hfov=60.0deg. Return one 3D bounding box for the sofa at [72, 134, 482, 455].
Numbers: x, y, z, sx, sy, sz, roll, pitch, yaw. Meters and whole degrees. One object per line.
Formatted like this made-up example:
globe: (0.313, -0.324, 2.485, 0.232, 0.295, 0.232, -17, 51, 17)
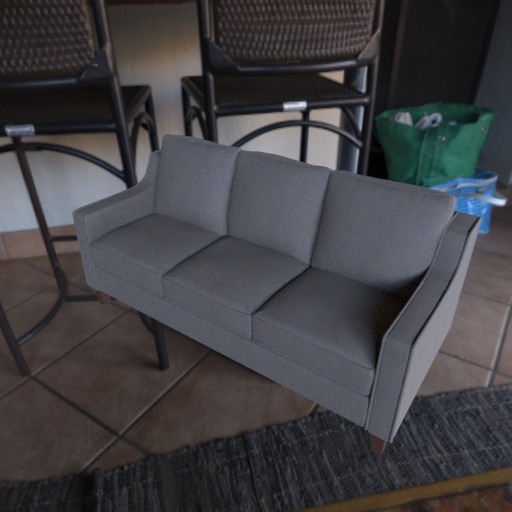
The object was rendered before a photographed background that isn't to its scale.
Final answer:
sofa: (0.000, 0.000, 2.436, 1.986, 0.974, 0.911, 20, 36, 30)
